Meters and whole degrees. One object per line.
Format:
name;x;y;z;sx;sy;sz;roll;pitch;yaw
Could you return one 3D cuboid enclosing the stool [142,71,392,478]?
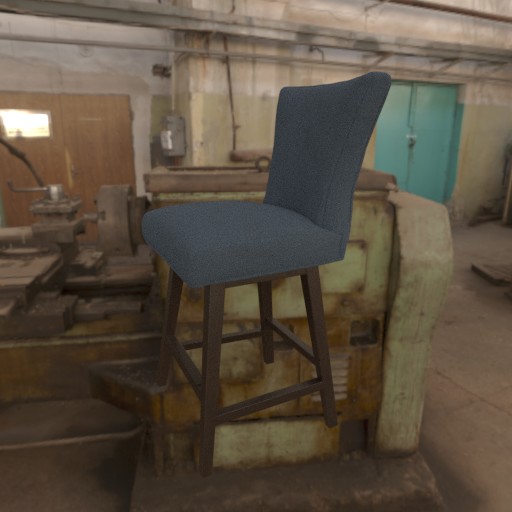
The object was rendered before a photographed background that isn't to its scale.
stool;0.000;0.000;1.325;0.574;1.000;0.514;-7;18;-24
